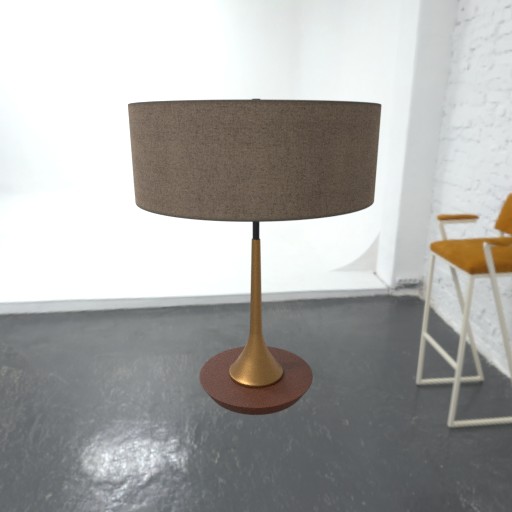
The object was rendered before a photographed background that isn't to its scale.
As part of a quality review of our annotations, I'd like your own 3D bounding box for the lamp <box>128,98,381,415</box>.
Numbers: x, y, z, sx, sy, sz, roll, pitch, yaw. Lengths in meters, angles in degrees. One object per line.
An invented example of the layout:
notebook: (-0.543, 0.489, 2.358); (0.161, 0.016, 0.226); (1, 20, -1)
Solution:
lamp: (0.000, 0.000, 0.823); (0.417, 0.551, 0.396); (-8, 19, -25)
